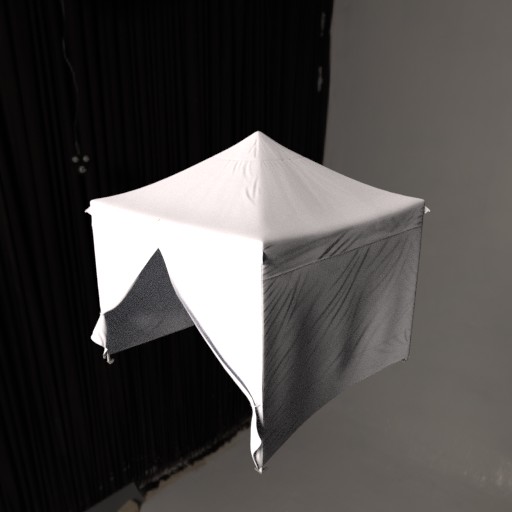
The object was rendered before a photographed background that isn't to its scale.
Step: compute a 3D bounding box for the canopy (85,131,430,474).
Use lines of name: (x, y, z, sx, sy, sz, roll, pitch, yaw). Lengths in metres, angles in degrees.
canopy: (0.000, 0.000, 5.537, 3.043, 2.997, 3.121, 15, 22, 42)
